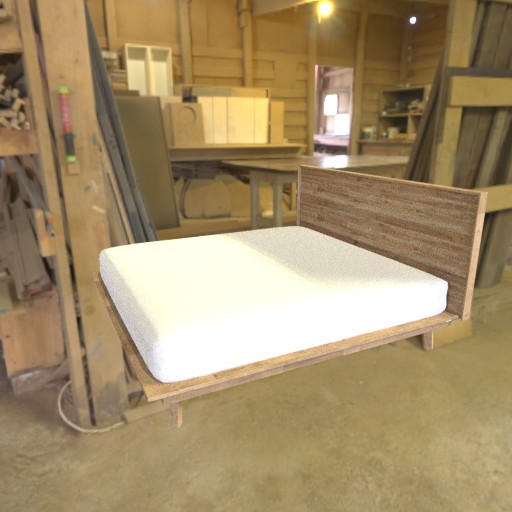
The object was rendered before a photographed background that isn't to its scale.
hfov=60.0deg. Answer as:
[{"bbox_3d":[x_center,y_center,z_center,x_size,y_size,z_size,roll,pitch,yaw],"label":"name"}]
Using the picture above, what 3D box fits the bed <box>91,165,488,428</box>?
[{"bbox_3d":[0.000,0.000,3.345,2.167,1.100,2.116,-8,19,-25],"label":"bed"}]
